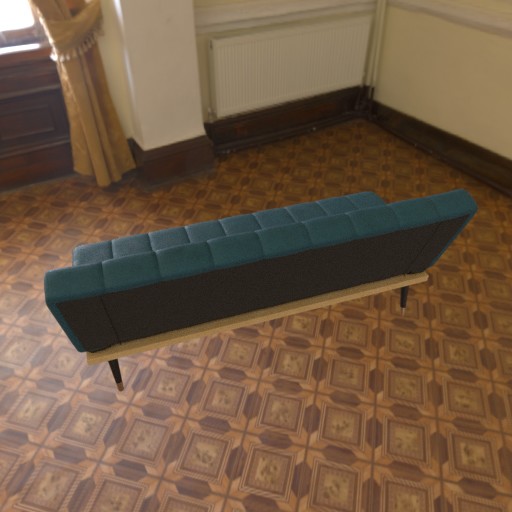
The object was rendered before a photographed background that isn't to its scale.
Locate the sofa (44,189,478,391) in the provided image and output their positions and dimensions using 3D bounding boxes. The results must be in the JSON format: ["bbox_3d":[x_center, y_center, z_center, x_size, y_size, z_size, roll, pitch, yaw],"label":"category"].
[{"bbox_3d":[0.000,0.000,2.274,1.810,0.825,0.830,-12,42,-14],"label":"sofa"}]
